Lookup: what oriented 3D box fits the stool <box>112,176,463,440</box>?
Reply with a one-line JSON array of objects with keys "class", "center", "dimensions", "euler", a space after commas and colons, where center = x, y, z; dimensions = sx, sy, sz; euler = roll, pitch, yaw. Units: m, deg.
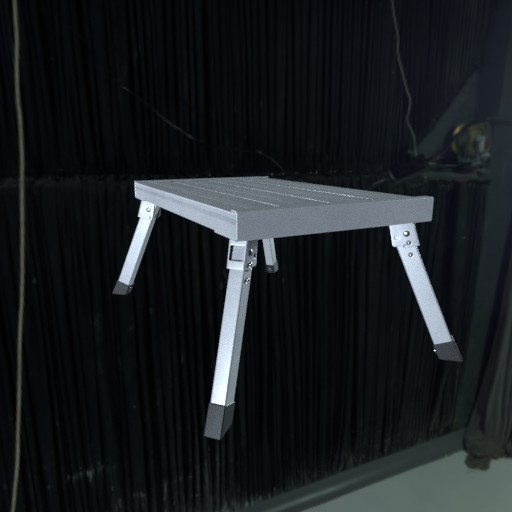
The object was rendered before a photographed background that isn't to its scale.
[{"class": "stool", "center": [0.000, 0.000, 0.731], "dimensions": [0.385, 0.225, 0.535], "euler": [-7, 16, -27]}]
